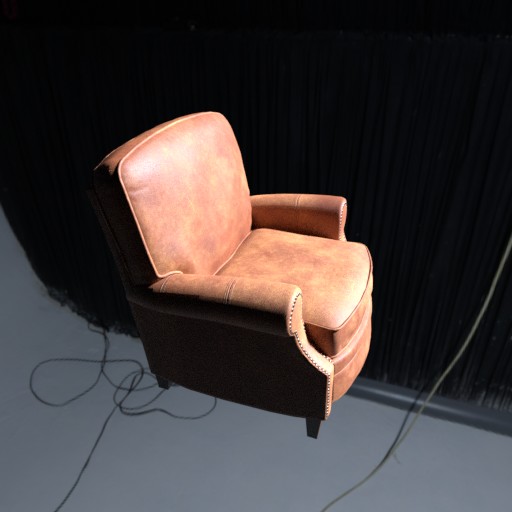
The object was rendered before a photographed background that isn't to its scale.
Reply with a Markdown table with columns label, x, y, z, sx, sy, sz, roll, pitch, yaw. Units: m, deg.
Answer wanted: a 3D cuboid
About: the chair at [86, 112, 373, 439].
| label | x | y | z | sx | sy | sz | roll | pitch | yaw |
| --- | --- | --- | --- | --- | --- | --- | --- | --- | --- |
| chair | 0.000 | 0.000 | 1.795 | 0.986 | 1.018 | 0.936 | 11 | 31 | 18 |
